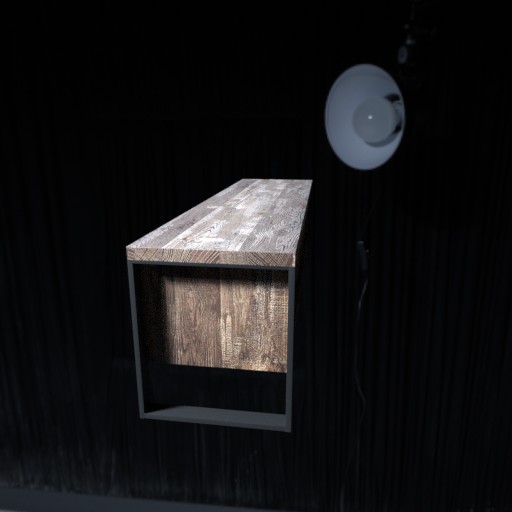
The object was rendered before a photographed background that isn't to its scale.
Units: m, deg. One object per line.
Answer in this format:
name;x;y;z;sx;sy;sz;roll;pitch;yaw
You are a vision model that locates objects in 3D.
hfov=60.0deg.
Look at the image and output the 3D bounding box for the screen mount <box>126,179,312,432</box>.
screen mount;0.000;0.000;1.767;0.395;0.450;1.524;2;16;8
